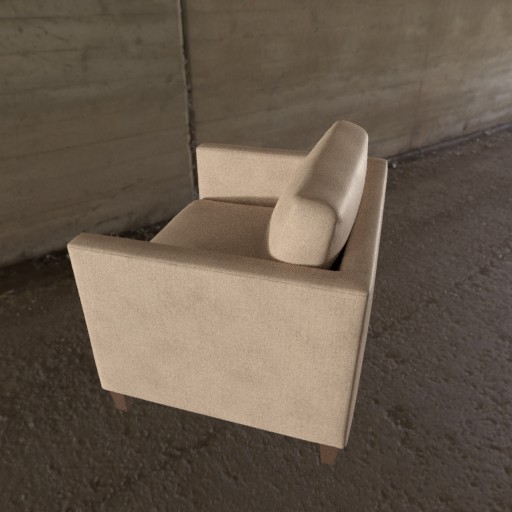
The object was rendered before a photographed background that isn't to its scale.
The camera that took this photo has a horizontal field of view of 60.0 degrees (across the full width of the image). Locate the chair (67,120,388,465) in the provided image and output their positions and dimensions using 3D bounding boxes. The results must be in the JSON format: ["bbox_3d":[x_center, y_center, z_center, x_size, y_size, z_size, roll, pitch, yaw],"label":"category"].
[{"bbox_3d":[0.000,0.000,1.836,0.959,0.961,1.133,9,32,14],"label":"chair"}]
